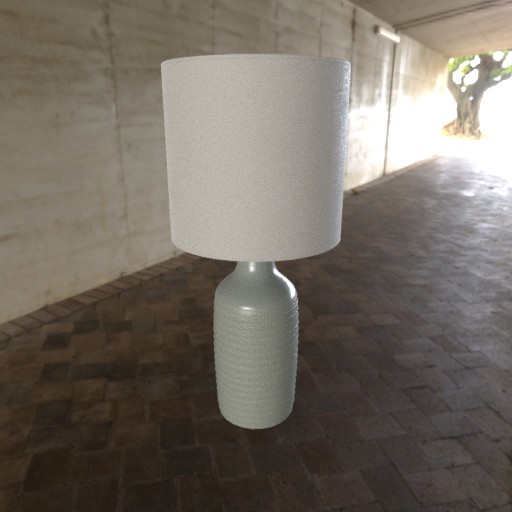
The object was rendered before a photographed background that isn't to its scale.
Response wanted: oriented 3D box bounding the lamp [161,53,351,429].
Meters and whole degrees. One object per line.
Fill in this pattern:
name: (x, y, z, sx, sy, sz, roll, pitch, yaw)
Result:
lamp: (0.000, 0.000, 0.598, 0.220, 0.475, 0.220, -8, 20, -24)
